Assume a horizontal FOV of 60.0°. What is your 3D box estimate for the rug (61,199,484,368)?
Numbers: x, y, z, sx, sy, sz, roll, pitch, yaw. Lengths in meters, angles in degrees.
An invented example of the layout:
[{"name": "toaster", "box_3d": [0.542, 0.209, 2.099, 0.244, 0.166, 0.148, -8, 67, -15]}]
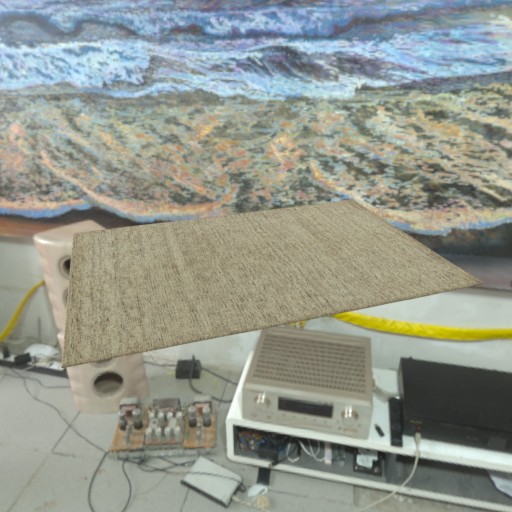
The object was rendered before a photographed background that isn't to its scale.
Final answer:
[{"name": "rug", "box_3d": [0.000, 0.000, 2.304, 1.822, 0.018, 1.211, -9, 28, -16]}]
